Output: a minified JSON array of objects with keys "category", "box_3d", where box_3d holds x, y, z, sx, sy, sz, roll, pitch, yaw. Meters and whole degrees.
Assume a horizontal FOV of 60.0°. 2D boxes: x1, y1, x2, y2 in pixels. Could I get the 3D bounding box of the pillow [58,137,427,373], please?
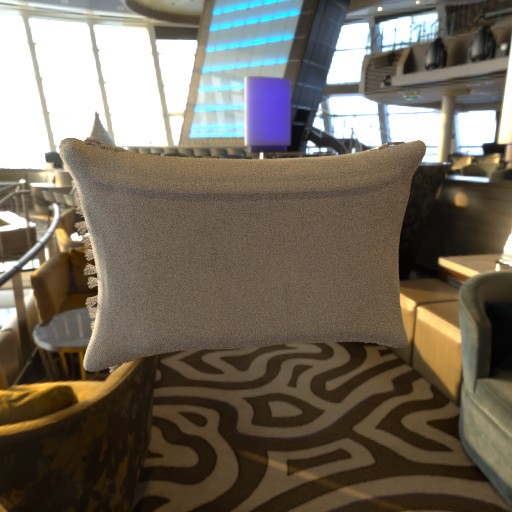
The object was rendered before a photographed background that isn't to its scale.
[{"category":"pillow","box_3d":[0.000,0.000,0.589,0.466,0.305,0.084,-3,14,-10]}]
